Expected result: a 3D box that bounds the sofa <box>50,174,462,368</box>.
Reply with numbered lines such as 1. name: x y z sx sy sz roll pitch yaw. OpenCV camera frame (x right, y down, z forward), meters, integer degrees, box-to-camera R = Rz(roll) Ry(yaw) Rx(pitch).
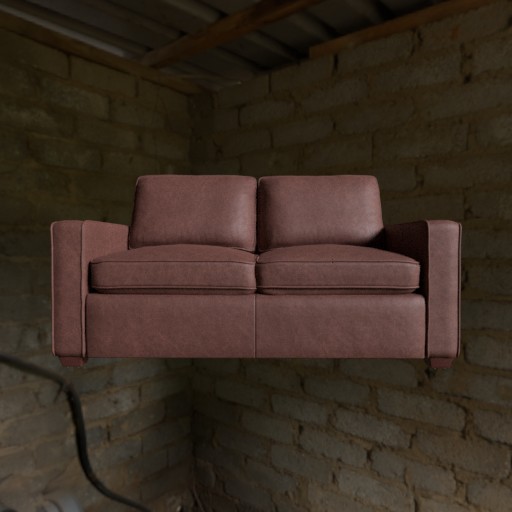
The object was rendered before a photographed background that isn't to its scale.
1. sofa: 0.000 0.000 2.263 1.709 0.918 0.947 0 2 1
